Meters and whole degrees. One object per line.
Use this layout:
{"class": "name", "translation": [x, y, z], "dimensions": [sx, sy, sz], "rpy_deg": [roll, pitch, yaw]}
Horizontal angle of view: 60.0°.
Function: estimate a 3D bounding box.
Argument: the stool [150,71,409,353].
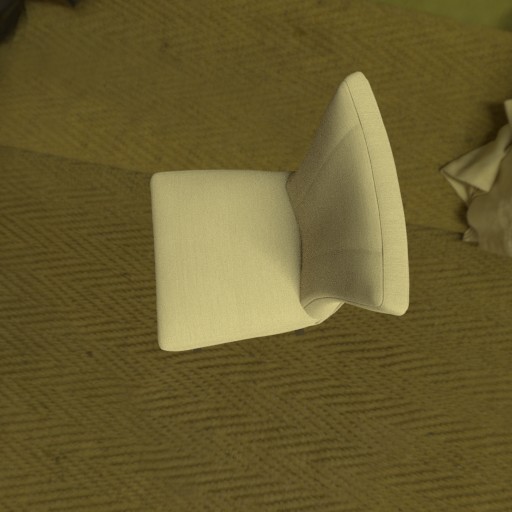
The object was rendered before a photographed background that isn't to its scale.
{"class": "stool", "translation": [0.000, 0.000, 1.326], "dimensions": [0.574, 1.000, 0.514], "rpy_deg": [-6, 76, -1]}
